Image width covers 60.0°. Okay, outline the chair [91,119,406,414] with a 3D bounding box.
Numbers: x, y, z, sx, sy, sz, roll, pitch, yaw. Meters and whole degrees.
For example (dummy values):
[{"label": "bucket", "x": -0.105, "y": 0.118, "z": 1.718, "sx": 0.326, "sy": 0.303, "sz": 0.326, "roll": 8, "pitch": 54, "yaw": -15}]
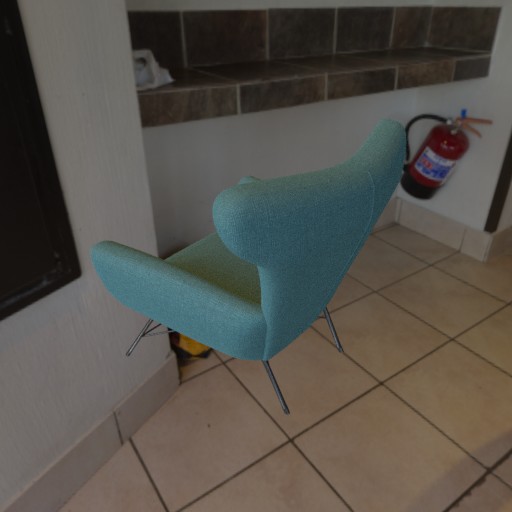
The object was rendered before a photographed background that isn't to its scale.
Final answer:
[{"label": "chair", "x": 0.000, "y": 0.000, "z": 1.758, "sx": 0.900, "sy": 0.980, "sz": 1.050, "roll": 21, "pitch": 36, "yaw": 31}]
